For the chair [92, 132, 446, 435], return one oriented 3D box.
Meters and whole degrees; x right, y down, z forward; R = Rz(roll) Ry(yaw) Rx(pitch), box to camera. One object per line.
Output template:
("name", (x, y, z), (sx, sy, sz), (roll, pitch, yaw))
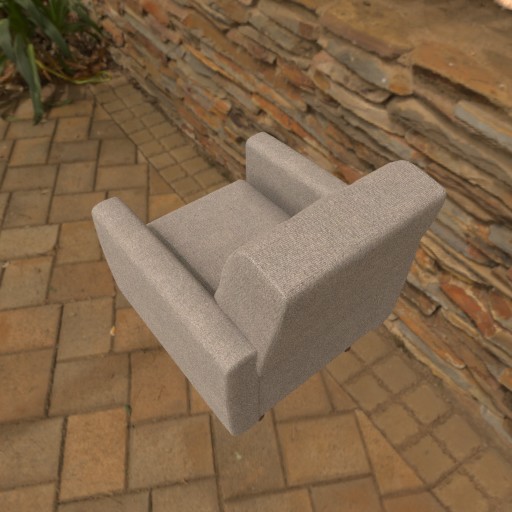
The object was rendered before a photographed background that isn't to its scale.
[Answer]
("chair", (0.000, 0.000, 1.648), (0.845, 0.968, 0.942), (-30, 54, -25))
